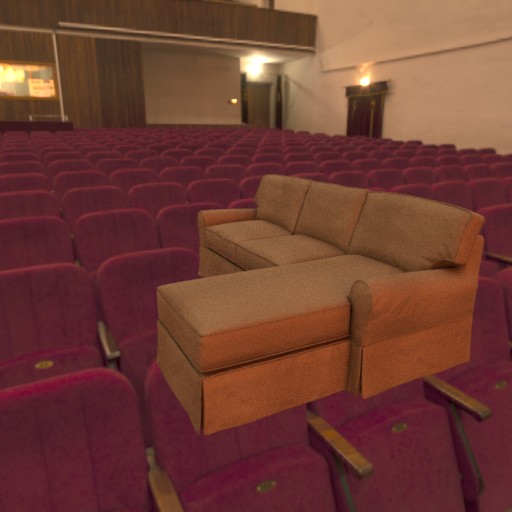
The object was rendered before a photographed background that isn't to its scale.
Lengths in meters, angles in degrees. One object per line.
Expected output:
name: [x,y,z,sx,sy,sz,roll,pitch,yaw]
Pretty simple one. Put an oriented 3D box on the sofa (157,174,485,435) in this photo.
sofa: [0.000,0.000,3.232,1.733,0.978,2.475,-8,18,-26]
